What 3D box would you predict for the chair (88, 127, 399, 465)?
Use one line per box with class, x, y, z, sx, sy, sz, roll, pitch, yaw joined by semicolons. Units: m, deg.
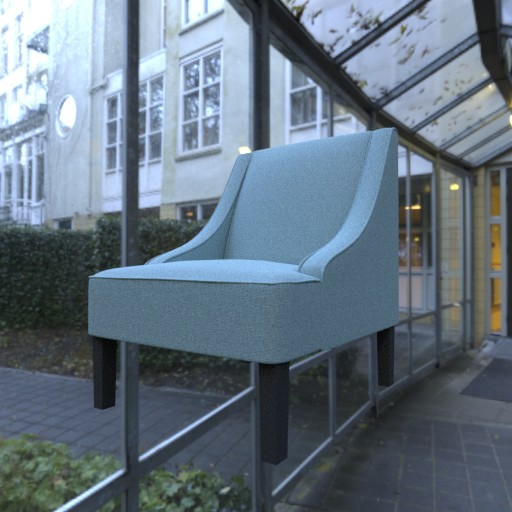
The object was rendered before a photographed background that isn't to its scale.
chair;0.000;0.000;1.810;0.857;1.133;1.025;0;-1;35
